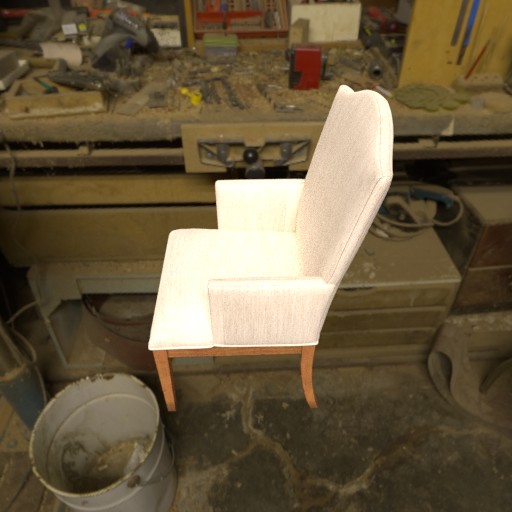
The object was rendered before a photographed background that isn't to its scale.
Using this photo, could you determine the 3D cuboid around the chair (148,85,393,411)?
[{"bbox_3d":[0.000,0.000,1.401,0.641,1.016,0.533,-1,42,-1],"label":"chair"}]
